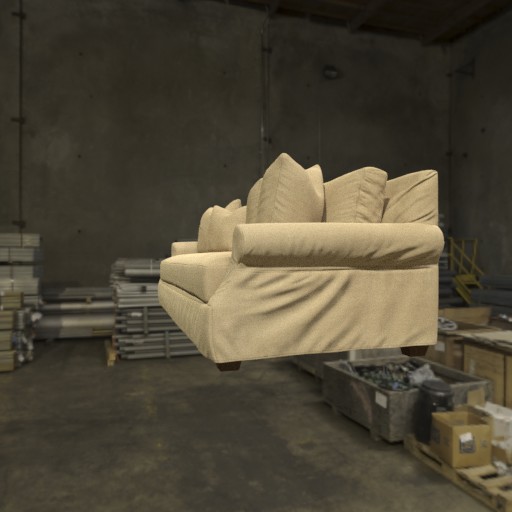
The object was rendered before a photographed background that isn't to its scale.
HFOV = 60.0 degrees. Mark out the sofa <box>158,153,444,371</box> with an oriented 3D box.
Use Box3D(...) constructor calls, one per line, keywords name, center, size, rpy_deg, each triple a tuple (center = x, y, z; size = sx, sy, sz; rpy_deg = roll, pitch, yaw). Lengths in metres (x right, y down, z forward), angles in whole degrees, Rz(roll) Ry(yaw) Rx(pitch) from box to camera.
Box3D(name="sofa", center=(0.000, 0.000, 2.837), size=(1.067, 0.904, 2.285), rpy_deg=(0, 0, -17))
